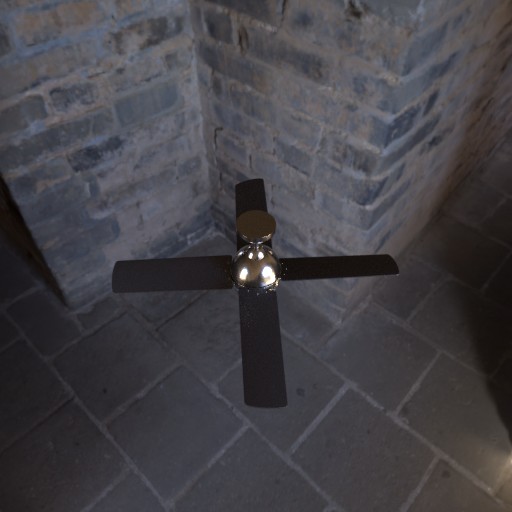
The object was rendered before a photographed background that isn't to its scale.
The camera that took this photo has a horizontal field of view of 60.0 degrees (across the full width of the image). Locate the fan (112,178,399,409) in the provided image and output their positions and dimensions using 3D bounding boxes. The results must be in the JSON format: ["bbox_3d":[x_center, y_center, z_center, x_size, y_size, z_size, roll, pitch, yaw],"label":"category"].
[{"bbox_3d":[0.000,0.000,2.002,1.332,0.403,1.332,-3,48,-2],"label":"fan"}]
